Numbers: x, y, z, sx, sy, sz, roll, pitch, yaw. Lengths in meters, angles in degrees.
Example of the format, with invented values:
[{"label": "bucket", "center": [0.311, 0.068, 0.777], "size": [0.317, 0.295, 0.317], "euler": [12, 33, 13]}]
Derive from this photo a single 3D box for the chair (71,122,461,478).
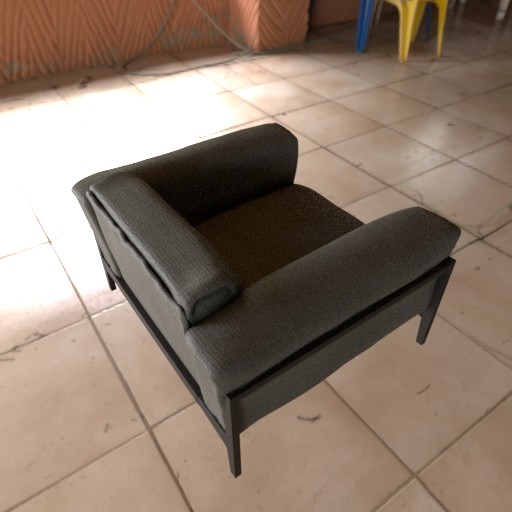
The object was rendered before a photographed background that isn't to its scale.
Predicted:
[{"label": "chair", "center": [0.000, 0.000, 1.673], "size": [0.969, 0.646, 1.056], "euler": [-25, 46, -26]}]
